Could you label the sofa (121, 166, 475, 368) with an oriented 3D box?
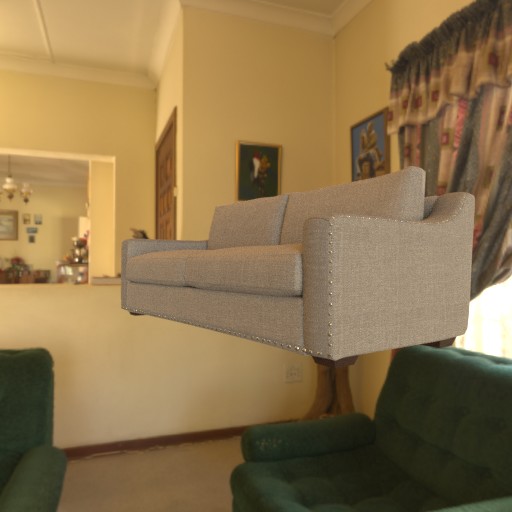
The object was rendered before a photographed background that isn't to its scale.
[{"bbox_3d":[0.000,0.000,2.711,1.000,0.857,2.208,1,-1,-36],"label":"sofa"}]
